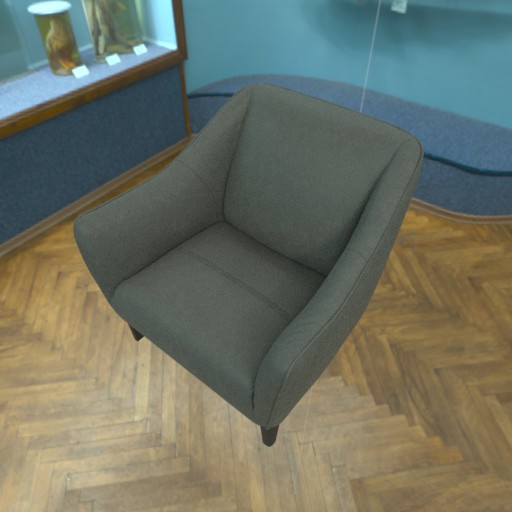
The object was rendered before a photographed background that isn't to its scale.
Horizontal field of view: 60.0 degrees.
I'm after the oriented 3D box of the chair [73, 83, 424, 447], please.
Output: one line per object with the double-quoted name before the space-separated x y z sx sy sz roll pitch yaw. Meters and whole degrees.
"chair" 0.000 0.000 1.564 0.871 0.830 0.852 30 52 27
